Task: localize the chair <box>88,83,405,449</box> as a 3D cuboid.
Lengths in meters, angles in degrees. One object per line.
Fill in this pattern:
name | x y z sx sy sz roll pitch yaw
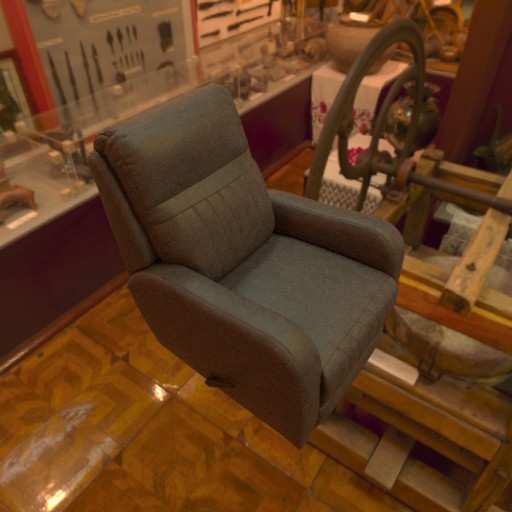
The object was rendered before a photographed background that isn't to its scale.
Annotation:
chair | 0.000 0.000 1.814 1.067 1.067 0.865 26 47 27
